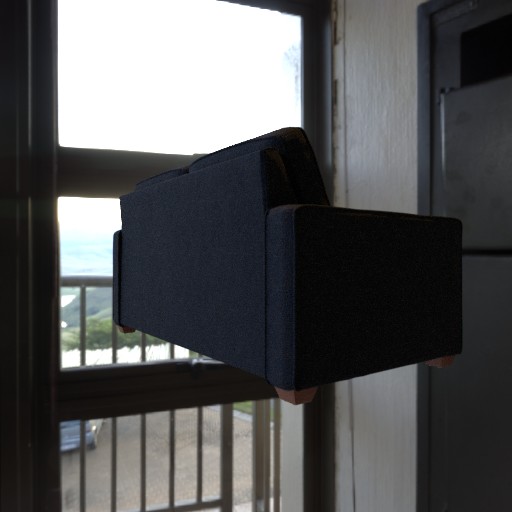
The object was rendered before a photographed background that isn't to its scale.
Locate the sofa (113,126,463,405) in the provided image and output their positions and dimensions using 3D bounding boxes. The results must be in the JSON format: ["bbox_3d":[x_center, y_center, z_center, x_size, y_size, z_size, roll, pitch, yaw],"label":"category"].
[{"bbox_3d":[0.000,0.000,2.255,0.947,0.918,1.709,0,0,-36],"label":"sofa"}]
